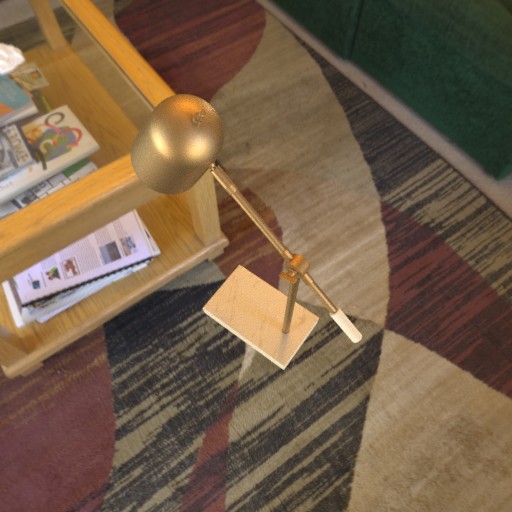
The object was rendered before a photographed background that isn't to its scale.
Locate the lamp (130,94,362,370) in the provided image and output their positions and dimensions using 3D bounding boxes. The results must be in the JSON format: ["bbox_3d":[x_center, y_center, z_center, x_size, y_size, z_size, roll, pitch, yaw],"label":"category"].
[{"bbox_3d":[0.000,0.000,0.816,0.471,0.603,0.144,33,67,16],"label":"lamp"}]
